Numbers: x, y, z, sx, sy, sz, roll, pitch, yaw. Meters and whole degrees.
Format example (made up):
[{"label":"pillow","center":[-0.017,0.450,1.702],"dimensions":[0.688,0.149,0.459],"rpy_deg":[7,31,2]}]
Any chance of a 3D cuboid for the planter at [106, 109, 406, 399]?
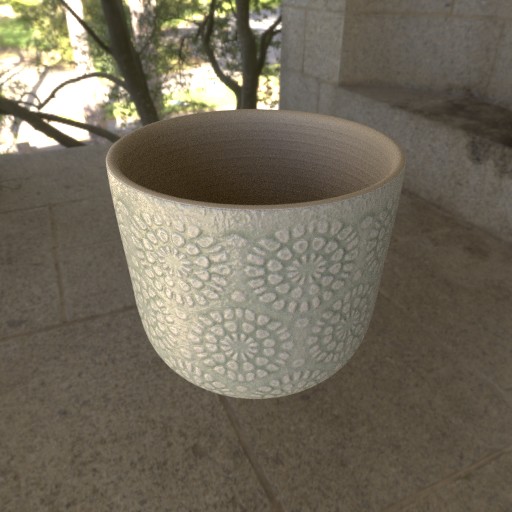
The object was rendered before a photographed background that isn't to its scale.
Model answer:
[{"label":"planter","center":[0.000,0.000,0.299],"dimensions":[0.169,0.153,0.169],"rpy_deg":[0,32,0]}]
